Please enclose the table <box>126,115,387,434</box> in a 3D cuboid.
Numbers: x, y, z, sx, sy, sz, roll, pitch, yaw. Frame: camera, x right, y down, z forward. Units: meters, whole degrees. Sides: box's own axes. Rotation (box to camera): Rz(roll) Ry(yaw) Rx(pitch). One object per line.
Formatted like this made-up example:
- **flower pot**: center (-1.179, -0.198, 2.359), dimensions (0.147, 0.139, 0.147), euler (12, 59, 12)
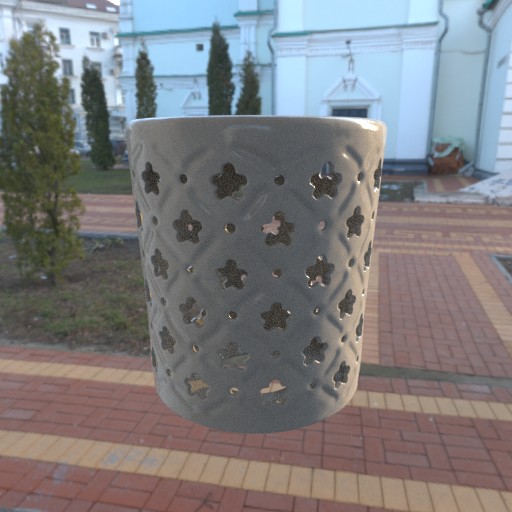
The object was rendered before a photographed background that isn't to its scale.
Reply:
- **table**: center (0.000, 0.000, 0.661), dimensions (0.352, 0.387, 0.352), euler (0, 14, 0)
